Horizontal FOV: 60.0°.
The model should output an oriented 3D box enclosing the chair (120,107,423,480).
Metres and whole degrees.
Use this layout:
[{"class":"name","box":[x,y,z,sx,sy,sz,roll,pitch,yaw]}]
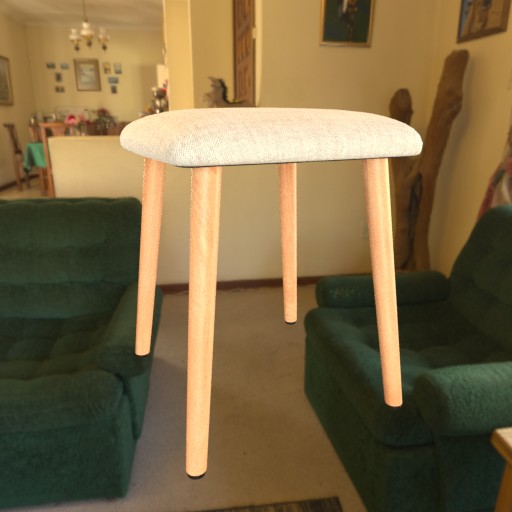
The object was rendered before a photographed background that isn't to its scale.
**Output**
[{"class":"chair","box":[0.000,0.000,0.693,0.350,0.440,0.350,-8,19,-24]}]
